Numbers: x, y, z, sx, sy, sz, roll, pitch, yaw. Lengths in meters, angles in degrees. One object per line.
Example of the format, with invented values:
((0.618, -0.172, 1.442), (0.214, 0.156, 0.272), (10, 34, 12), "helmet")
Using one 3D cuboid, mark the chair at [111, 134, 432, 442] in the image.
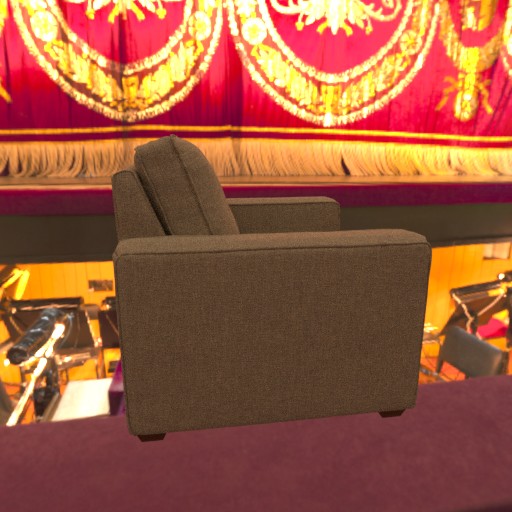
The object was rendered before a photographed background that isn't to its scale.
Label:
((0.000, 0.000, 1.734), (0.940, 0.914, 1.016), (-2, 15, -9), "chair")
